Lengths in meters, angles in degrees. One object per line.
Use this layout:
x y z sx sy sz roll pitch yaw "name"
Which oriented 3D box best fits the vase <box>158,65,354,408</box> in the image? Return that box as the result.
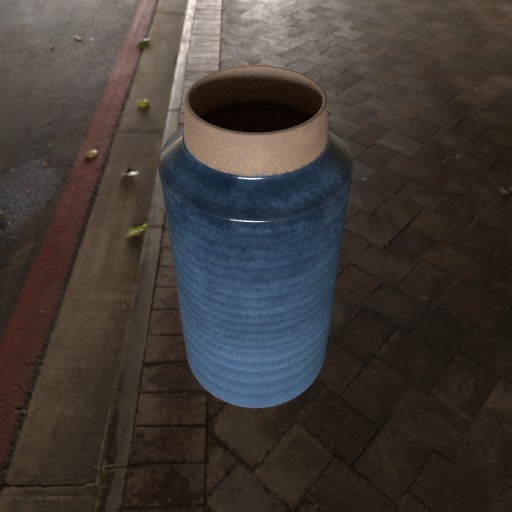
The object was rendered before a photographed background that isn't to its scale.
0.000 0.000 0.413 0.163 0.316 0.163 0 47 0 "vase"
